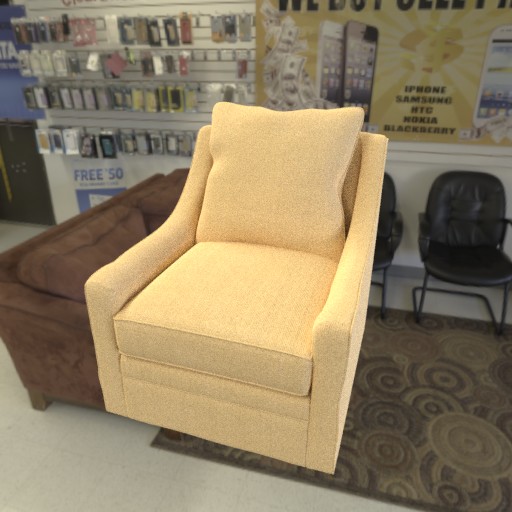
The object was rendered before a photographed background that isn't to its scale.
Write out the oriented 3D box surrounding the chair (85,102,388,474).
[{"bbox_3d":[0.000,0.000,1.527,0.760,0.927,0.876,8,26,17],"label":"chair"}]
